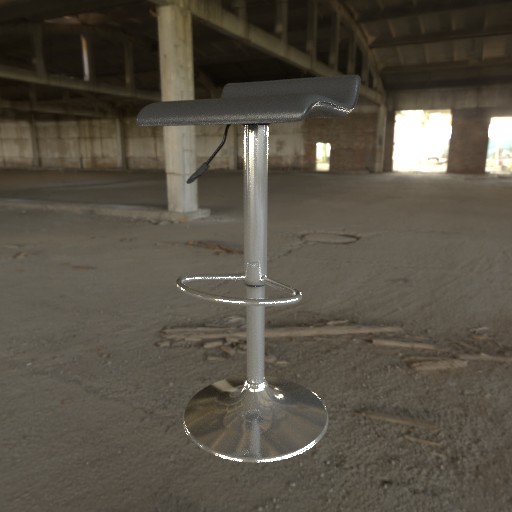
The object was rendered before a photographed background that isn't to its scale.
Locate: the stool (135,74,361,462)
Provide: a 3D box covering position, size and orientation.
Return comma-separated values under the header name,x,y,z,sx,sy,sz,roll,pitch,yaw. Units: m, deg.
name,x,y,z,sx,sy,sz,roll,pitch,yaw
stool,0.000,0.000,1.070,0.381,0.851,0.381,7,15,25
